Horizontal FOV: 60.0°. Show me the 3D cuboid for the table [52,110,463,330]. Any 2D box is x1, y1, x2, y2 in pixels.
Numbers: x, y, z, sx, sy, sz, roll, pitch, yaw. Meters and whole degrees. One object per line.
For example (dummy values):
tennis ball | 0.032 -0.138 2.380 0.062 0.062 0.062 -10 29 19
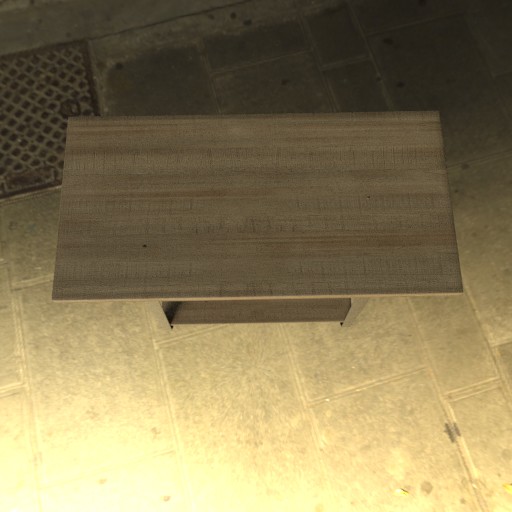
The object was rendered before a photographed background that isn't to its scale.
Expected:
table | 0.000 0.000 1.019 0.599 0.701 0.300 -1 76 0
